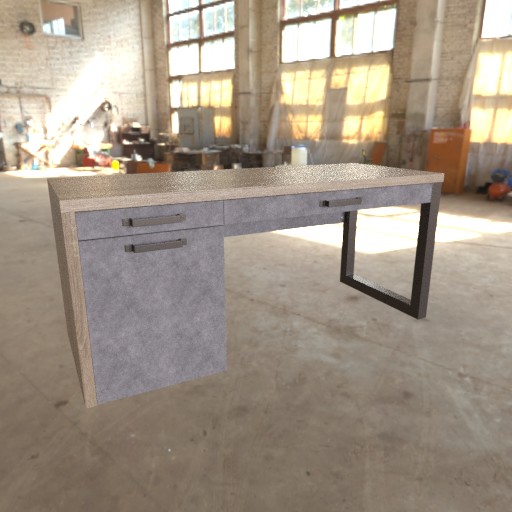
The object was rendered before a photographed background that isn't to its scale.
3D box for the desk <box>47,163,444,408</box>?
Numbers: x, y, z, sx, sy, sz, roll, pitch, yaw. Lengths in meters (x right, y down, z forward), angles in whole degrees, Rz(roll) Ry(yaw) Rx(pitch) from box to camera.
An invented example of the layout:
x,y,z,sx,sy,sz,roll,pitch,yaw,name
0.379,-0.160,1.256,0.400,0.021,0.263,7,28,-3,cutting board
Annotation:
x,y,z,sx,sy,sz,roll,pitch,yaw,name
0.000,0.000,2.126,1.700,0.760,0.690,-8,19,-26,desk
